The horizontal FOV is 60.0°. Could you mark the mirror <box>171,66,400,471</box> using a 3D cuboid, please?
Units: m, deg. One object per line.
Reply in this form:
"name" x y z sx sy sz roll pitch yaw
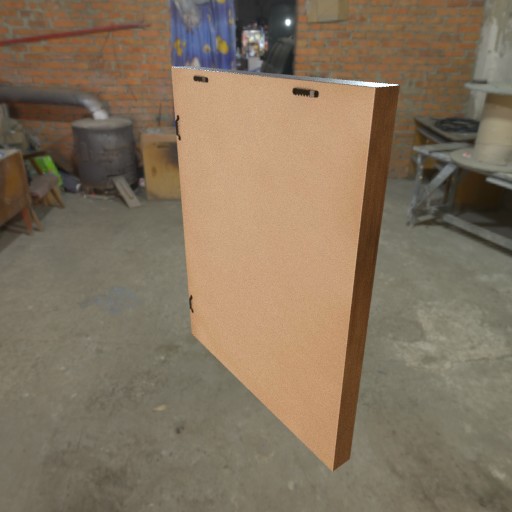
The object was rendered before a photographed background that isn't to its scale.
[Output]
"mirror" 0.000 0.000 0.668 0.041 0.509 0.406 -18 31 -32
